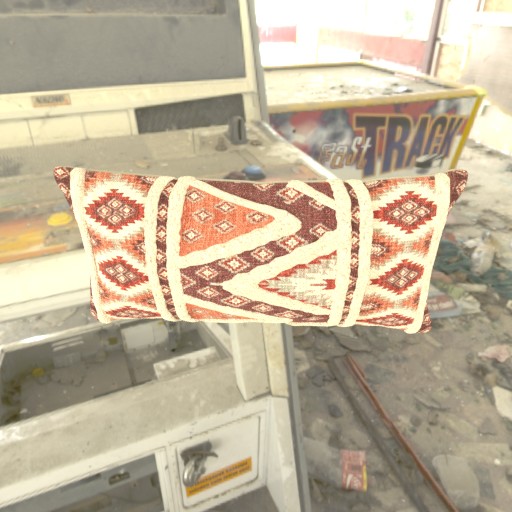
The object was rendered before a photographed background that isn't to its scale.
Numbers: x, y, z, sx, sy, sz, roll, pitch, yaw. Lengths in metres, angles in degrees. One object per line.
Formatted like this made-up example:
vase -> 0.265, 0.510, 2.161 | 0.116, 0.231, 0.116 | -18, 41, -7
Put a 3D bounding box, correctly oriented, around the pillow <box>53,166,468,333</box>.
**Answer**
pillow -> 0.000, 0.000, 0.711 | 0.608, 0.295, 0.161 | 1, 30, 3
